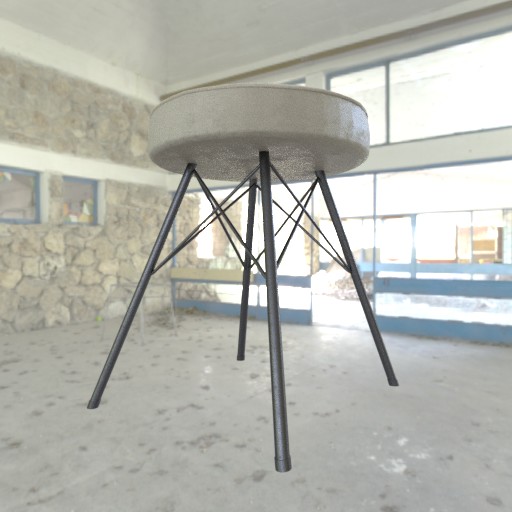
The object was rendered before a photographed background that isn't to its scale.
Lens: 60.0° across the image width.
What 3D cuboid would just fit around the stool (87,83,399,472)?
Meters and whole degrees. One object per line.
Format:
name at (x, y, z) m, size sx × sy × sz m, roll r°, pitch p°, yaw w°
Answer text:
stool at (0.000, 0.000, 0.850) m, size 0.423 × 0.538 × 0.457 m, roll 0°, pitch 0°, yaw 35°
